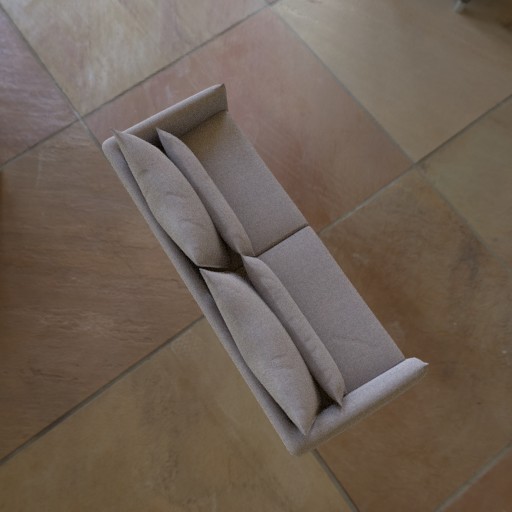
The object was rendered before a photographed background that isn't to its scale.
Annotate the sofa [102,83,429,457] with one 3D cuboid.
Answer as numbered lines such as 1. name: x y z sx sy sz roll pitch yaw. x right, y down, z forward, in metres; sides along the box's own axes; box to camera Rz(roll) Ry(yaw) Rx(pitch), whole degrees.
1. sofa: 0.000 0.000 2.448 0.809 0.833 2.022 -32 77 -8
